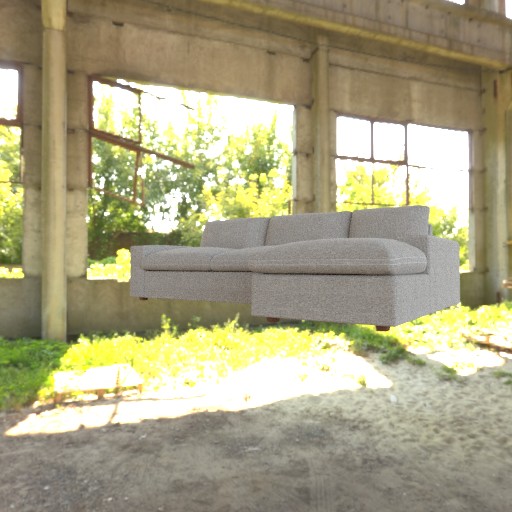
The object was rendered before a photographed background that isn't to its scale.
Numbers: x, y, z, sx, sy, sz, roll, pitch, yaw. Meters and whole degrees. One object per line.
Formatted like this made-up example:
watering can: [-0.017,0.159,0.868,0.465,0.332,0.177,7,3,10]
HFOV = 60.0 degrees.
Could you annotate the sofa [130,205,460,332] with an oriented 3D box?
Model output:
sofa: [0.000,0.000,3.544,2.718,0.813,1.689,-1,-2,34]
